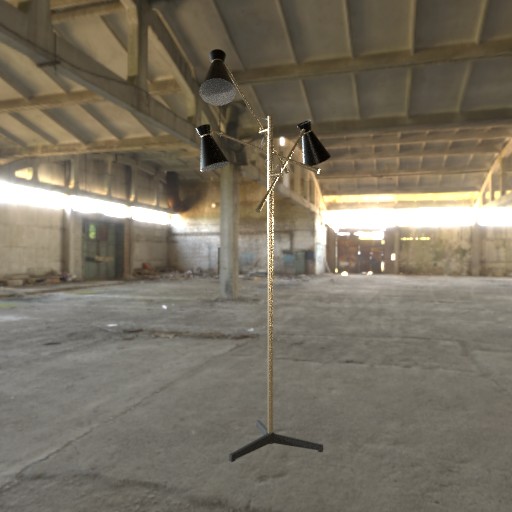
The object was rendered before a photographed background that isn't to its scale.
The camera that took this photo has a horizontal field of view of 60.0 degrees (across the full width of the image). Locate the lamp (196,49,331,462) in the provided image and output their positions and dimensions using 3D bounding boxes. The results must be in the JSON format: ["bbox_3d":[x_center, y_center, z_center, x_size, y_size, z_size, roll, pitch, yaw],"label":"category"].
[{"bbox_3d":[0.000,0.000,2.150,0.653,1.804,0.750,0,0,17],"label":"lamp"}]
